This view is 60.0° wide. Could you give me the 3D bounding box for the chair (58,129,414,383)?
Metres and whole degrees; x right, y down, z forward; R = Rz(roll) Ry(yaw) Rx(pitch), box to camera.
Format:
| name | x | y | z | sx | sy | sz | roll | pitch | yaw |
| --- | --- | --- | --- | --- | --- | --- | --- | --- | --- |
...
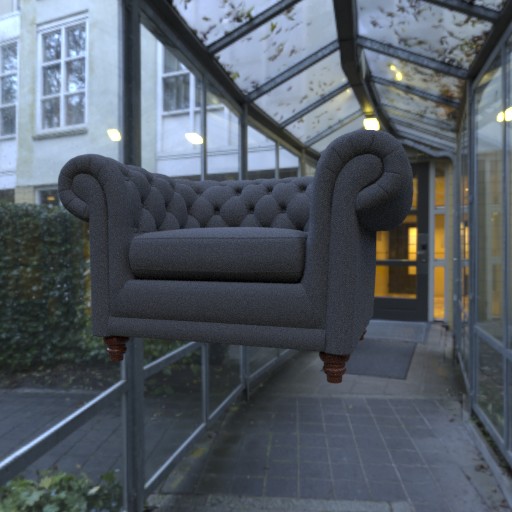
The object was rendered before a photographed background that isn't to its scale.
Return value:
| name | x | y | z | sx | sy | sz | roll | pitch | yaw |
| --- | --- | --- | --- | --- | --- | --- | --- | --- | --- |
| chair | 0.000 | 0.000 | 1.900 | 1.270 | 0.770 | 0.976 | 0 | 1 | 19 |
